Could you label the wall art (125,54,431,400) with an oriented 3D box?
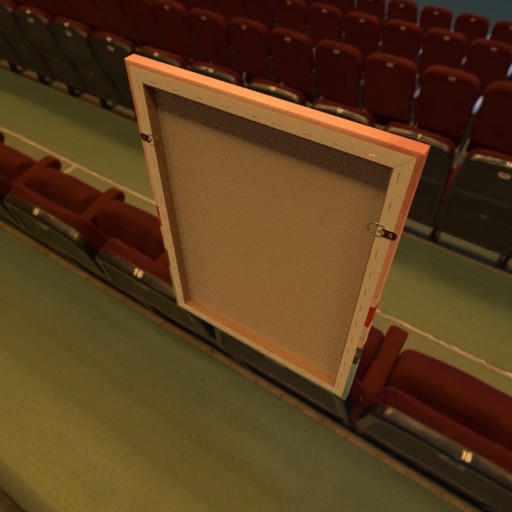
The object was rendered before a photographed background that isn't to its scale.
[{"bbox_3d":[0.000,0.000,1.337,0.761,1.016,0.039,25,52,22],"label":"wall art"}]
